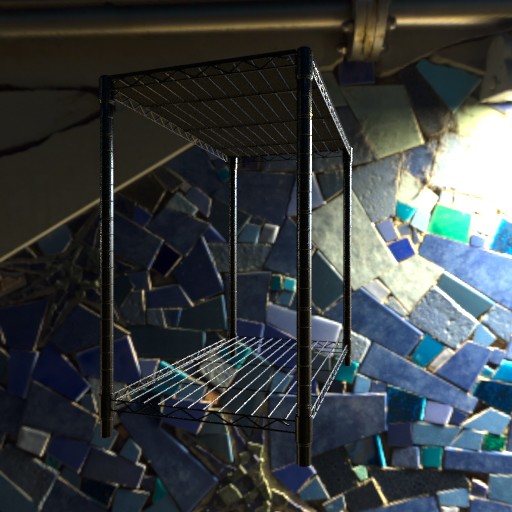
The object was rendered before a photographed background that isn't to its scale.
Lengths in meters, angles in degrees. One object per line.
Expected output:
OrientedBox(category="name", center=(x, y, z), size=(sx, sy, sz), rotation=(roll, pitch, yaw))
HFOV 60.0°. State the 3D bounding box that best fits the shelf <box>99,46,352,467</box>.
OrientedBox(category="shelf", center=(0.000, 0.000, 0.918), size=(0.338, 0.564, 0.589), rotation=(0, 0, 17))
